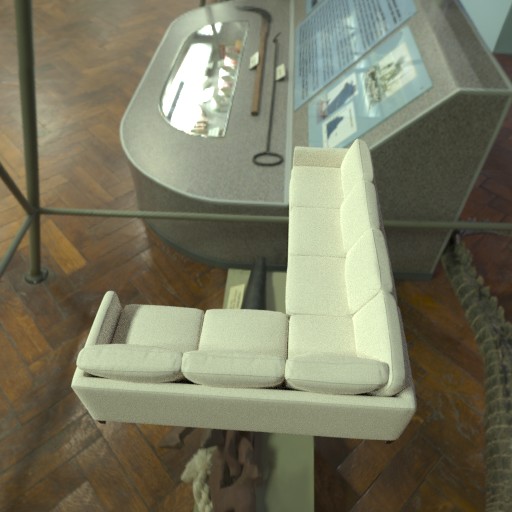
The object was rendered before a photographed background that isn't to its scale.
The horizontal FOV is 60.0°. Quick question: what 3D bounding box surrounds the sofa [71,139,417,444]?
[{"bbox_3d":[0.000,0.000,4.502,2.593,0.947,3.302,3,48,3],"label":"sofa"}]
